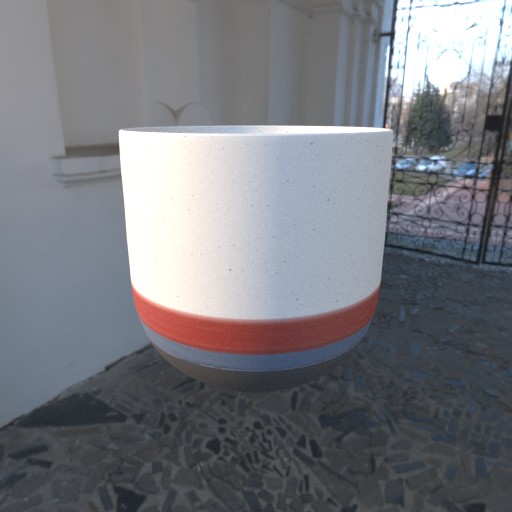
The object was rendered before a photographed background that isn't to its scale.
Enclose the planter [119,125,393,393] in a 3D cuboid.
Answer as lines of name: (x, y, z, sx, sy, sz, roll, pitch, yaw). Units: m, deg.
planter: (0.000, 0.000, 0.488, 0.268, 0.270, 0.268, 0, 18, 0)
